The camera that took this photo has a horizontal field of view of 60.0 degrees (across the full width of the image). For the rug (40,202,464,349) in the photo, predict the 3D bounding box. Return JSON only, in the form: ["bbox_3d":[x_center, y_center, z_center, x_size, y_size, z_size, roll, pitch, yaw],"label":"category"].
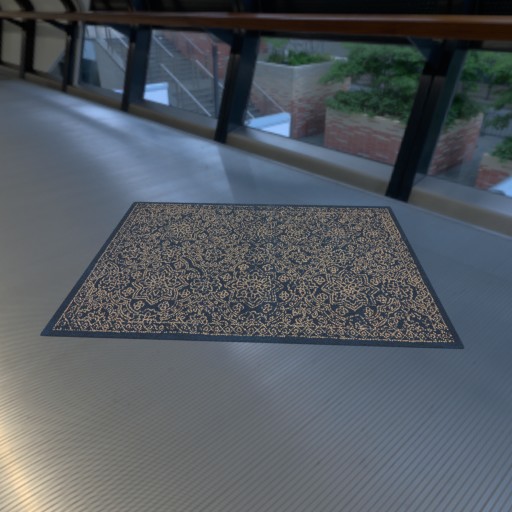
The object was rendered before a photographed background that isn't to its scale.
[{"bbox_3d":[0.000,0.000,4.213,3.048,0.010,2.438,1,30,2],"label":"rug"}]
